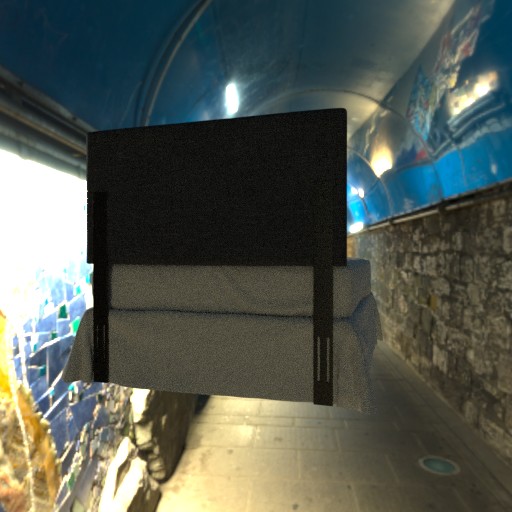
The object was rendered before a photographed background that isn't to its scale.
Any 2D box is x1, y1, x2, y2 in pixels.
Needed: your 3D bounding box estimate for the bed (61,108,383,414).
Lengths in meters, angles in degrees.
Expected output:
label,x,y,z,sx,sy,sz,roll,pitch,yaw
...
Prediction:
label,x,y,z,sx,sy,sz,roll,pitch,yaw
bed,0.000,0.000,3.528,1.936,1.577,2.222,0,0,17
